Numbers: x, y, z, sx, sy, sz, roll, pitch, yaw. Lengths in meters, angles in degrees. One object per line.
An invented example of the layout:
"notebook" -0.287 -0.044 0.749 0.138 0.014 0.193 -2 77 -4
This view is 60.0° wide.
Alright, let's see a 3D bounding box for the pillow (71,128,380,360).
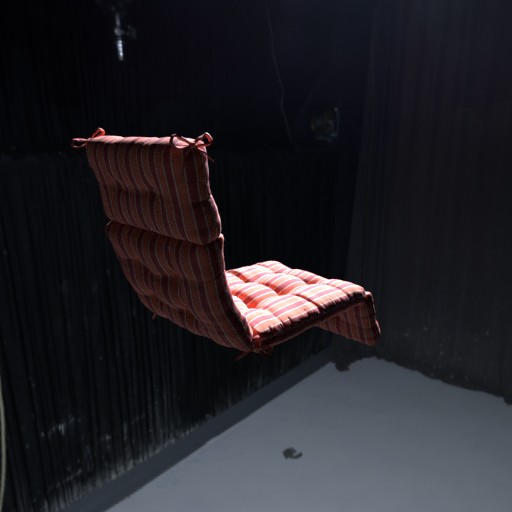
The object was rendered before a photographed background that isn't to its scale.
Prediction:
"pillow" 0.000 0.000 1.556 0.526 0.863 1.016 15 22 42
